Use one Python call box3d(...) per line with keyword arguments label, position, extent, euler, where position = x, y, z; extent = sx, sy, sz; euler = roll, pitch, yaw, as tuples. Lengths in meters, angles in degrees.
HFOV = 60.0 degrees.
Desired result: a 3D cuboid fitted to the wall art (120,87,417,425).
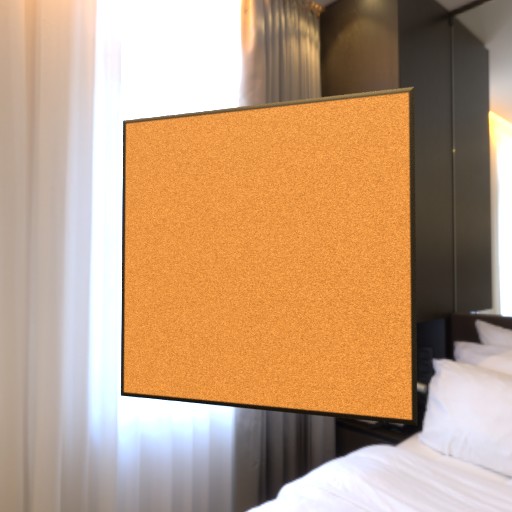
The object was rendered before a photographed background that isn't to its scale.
box3d(label="wall art", position=(0.000, 0.000, 1.136), extent=(0.769, 0.766, 0.042), euler=(0, -2, 17))
